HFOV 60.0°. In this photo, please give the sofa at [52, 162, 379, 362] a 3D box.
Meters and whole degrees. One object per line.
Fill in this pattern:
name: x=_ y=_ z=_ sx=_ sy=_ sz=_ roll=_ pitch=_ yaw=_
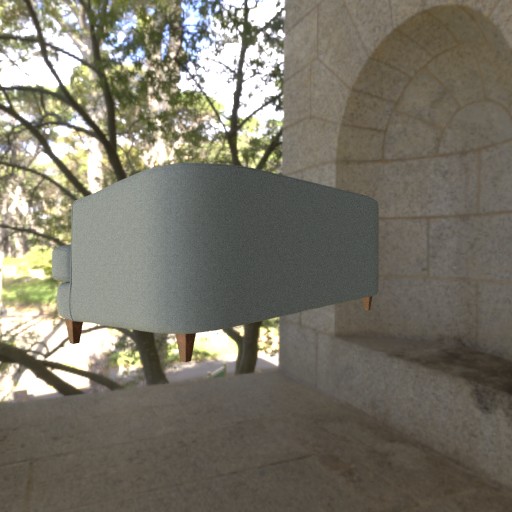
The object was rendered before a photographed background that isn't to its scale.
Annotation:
sofa: x=0.000 y=0.000 z=2.851 sx=0.941 sy=0.855 sz=2.278 roll=1 pitch=1 yaw=37
